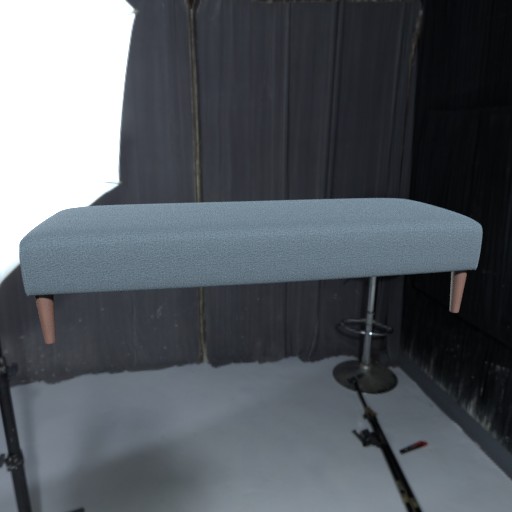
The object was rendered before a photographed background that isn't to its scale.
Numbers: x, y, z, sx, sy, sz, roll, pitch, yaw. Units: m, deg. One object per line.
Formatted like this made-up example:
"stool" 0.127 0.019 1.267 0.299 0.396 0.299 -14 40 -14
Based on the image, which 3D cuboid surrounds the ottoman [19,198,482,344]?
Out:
"ottoman" 0.000 0.000 1.824 1.609 0.393 0.646 -3 16 -10
